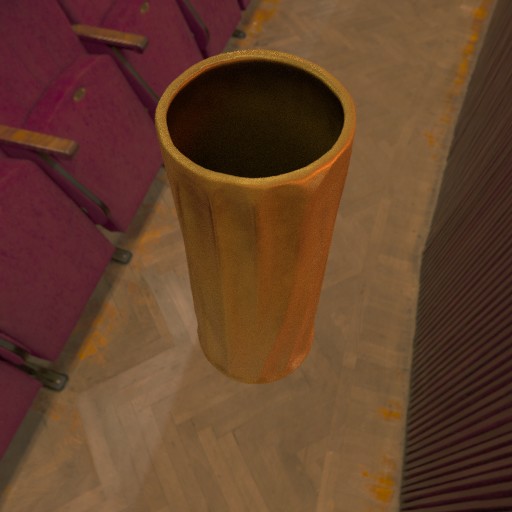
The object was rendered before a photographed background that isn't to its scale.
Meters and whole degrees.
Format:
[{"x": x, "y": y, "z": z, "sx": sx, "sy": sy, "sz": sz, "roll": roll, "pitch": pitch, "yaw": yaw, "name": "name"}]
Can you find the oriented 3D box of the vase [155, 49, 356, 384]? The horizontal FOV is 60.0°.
[{"x": 0.000, "y": 0.000, "z": 0.174, "sx": 0.061, "sy": 0.143, "sz": 0.061, "roll": 0, "pitch": 58, "yaw": 0, "name": "vase"}]
